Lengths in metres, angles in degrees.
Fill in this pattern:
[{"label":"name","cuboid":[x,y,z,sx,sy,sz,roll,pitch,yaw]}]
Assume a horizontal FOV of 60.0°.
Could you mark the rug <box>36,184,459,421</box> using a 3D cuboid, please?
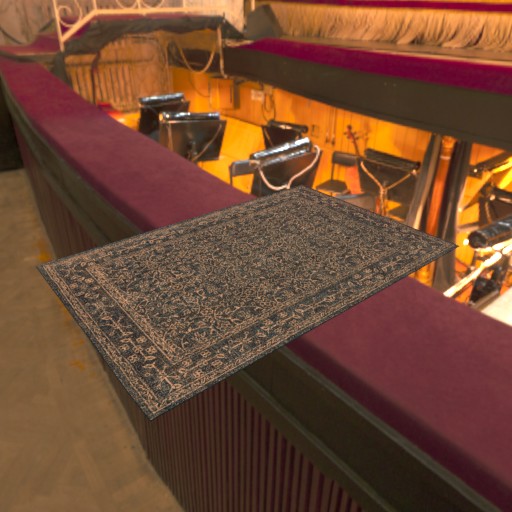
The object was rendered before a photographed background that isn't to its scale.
[{"label":"rug","cuboid":[0.000,0.000,2.266,1.819,0.005,1.200,-22,36,-33]}]
